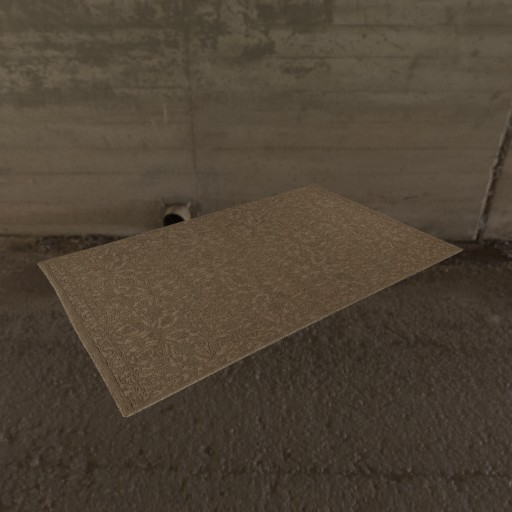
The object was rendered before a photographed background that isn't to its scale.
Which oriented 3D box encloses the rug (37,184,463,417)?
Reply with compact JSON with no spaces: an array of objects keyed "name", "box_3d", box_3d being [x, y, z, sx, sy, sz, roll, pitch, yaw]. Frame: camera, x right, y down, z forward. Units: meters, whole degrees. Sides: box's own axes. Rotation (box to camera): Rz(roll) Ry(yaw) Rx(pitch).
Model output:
[{"name":"rug","box_3d":[0.000,0.000,2.974,2.435,0.012,1.529,-20,36,-30]}]
